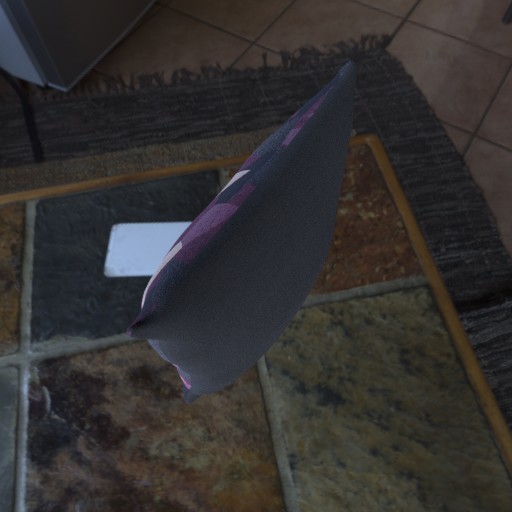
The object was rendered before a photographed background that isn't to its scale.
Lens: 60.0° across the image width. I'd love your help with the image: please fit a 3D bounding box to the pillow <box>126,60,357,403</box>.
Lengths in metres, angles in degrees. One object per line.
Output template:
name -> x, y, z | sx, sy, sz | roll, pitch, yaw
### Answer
pillow -> 0.000, 0.000, 0.768 | 0.208, 0.496, 0.503 | 32, 67, 15
